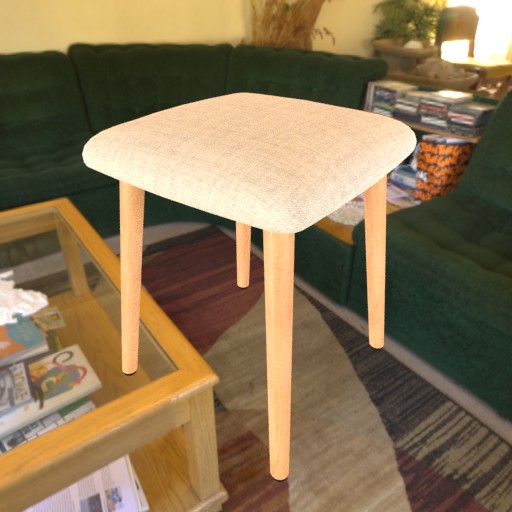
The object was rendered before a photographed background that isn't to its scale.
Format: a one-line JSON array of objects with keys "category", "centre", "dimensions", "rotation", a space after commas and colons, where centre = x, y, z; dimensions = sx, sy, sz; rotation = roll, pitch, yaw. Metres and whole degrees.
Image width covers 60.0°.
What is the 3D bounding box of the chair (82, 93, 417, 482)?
[{"category": "chair", "centre": [0.000, 0.000, 0.692], "dimensions": [0.350, 0.440, 0.350], "rotation": [22, 38, 31]}]
